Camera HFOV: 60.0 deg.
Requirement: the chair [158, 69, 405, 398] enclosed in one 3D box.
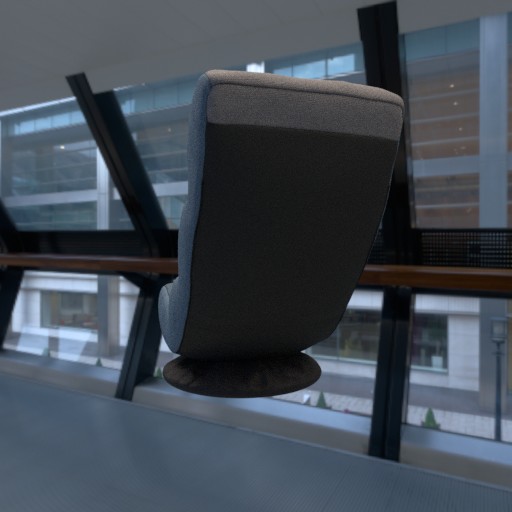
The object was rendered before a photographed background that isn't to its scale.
[{"bbox_3d":[0.000,0.000,1.073,0.420,0.641,0.661,0,0,-18],"label":"chair"}]
